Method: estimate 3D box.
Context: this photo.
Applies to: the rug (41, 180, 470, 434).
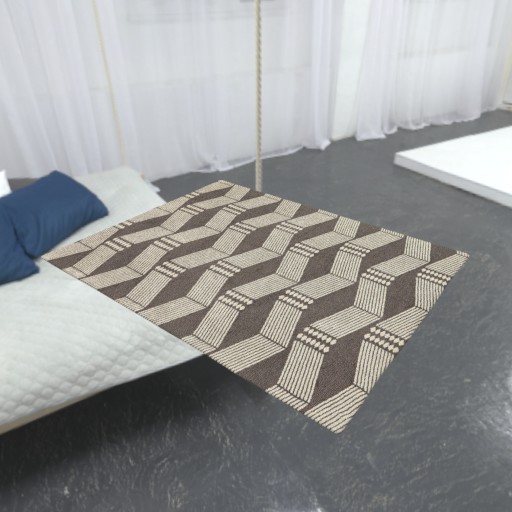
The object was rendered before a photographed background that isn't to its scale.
[{"bbox_3d":[0.000,0.000,4.017,3.048,0.016,2.438,22,37,32],"label":"rug"}]
